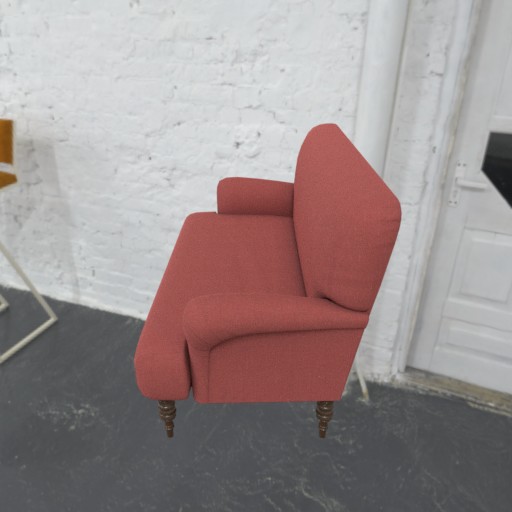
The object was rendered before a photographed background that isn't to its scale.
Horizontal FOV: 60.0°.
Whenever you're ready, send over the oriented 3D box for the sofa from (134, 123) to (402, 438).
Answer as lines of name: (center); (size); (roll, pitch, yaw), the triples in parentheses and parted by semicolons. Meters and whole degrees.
sofa: (0.000, 0.000, 1.852); (0.779, 0.889, 1.297); (0, 27, 0)
